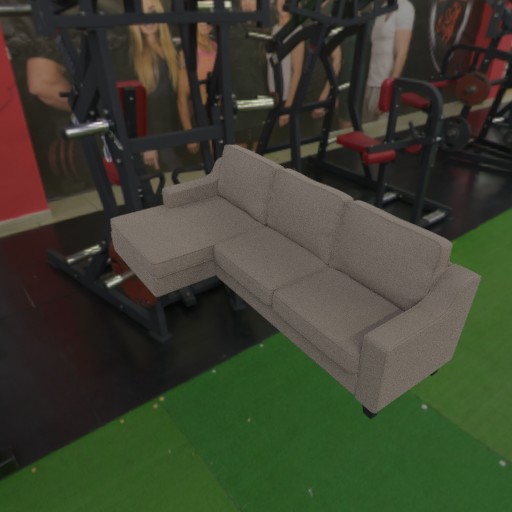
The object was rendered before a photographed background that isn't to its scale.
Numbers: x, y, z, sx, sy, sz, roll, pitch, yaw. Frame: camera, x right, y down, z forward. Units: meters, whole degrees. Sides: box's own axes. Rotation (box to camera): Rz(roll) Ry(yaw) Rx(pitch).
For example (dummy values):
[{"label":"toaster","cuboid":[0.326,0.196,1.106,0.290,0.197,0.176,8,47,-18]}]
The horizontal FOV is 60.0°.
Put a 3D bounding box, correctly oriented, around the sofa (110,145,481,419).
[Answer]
[{"label":"sofa","cuboid":[0.000,0.000,3.188,1.294,0.928,2.561,-20,37,-30]}]
